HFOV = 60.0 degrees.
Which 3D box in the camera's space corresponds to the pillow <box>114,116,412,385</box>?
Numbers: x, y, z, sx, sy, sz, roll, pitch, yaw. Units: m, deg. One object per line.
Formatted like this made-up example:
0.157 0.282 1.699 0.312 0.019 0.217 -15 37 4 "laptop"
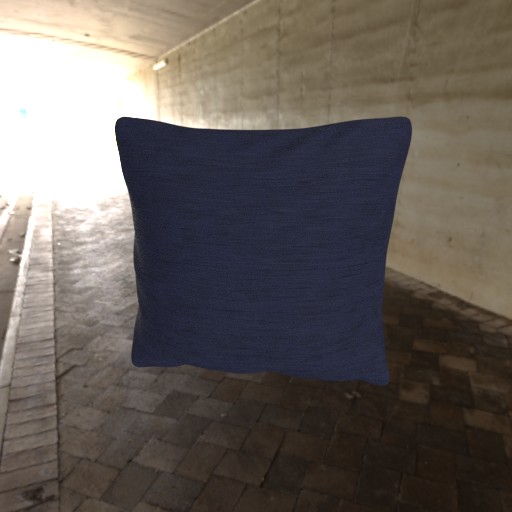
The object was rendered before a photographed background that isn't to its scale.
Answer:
0.000 0.000 0.687 0.432 0.414 0.246 2 17 8 "pillow"
